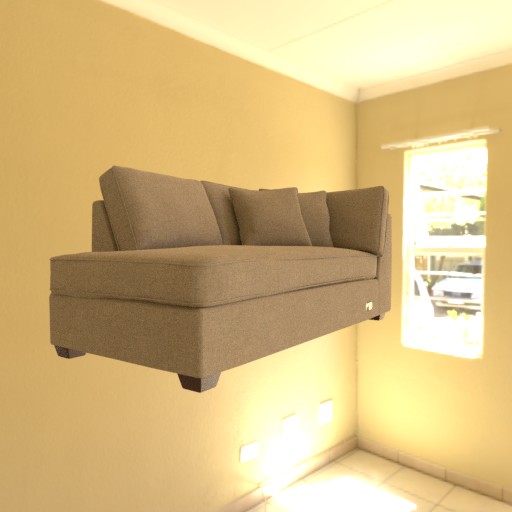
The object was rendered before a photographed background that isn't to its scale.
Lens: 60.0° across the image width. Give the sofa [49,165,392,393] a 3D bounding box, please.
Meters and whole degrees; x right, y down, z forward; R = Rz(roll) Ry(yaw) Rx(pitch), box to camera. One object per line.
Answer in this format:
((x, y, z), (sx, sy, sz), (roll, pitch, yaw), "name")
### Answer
((0.000, 0.000, 2.868), (1.110, 1.019, 2.238), (1, 2, 36), "sofa")
